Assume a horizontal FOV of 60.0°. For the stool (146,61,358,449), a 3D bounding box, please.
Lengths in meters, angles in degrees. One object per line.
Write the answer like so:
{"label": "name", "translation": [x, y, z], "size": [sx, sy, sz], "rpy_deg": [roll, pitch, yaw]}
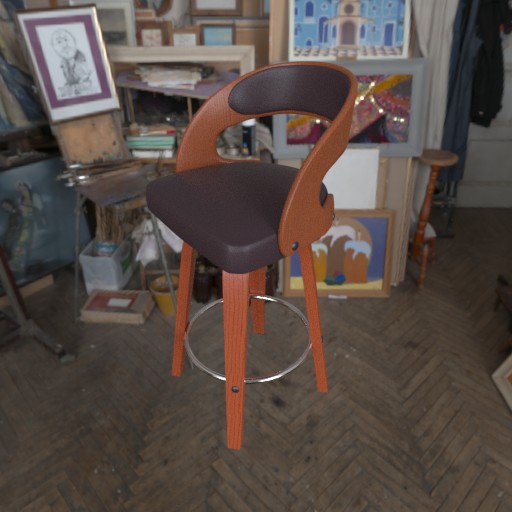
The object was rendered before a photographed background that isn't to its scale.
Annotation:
{"label": "stool", "translation": [0.000, 0.000, 1.213], "size": [0.457, 0.940, 0.457], "rpy_deg": [-22, 38, -30]}
